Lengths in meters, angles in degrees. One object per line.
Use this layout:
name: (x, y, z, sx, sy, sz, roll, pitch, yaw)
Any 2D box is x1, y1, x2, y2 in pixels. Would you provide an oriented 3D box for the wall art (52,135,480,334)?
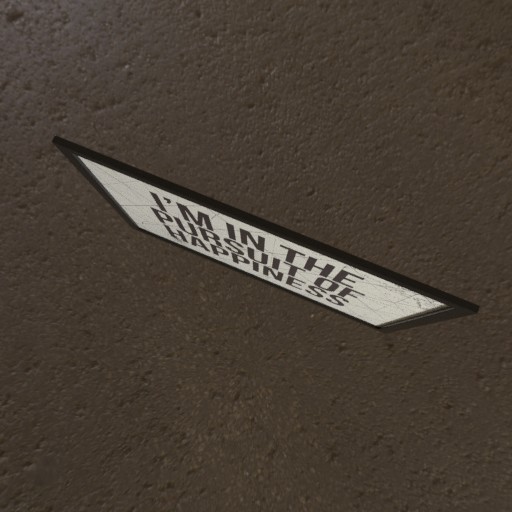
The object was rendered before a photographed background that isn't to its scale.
wall art: (0.000, 0.000, 1.055, 0.819, 0.552, 0.015, 22, 78, 5)
